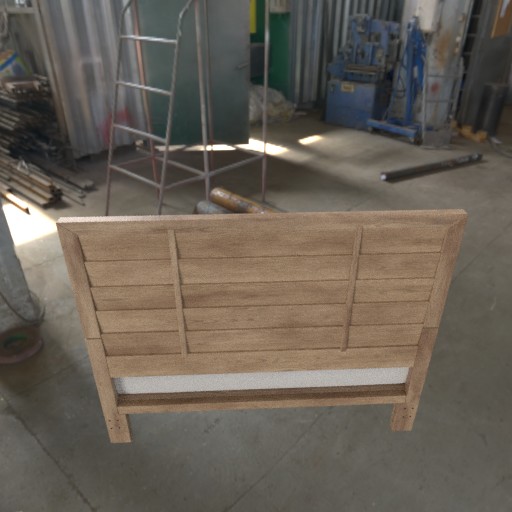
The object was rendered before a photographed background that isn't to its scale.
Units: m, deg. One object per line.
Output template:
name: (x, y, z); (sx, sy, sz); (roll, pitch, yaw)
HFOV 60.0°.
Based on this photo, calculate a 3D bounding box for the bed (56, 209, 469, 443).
bed: (0.000, 0.000, 3.466); (2.032, 1.626, 2.062); (-1, 30, -2)
